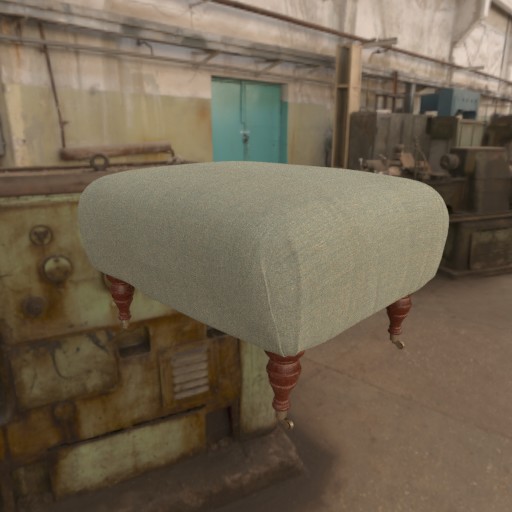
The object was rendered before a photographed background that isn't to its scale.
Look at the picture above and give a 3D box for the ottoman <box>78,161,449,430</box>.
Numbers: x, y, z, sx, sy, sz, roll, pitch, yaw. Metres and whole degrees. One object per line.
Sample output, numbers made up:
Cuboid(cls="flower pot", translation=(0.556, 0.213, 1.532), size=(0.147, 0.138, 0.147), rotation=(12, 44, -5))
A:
Cuboid(cls="ottoman", translation=(0.000, 0.000, 1.120), size=(0.747, 0.450, 0.622), rotation=(15, 22, 42))
